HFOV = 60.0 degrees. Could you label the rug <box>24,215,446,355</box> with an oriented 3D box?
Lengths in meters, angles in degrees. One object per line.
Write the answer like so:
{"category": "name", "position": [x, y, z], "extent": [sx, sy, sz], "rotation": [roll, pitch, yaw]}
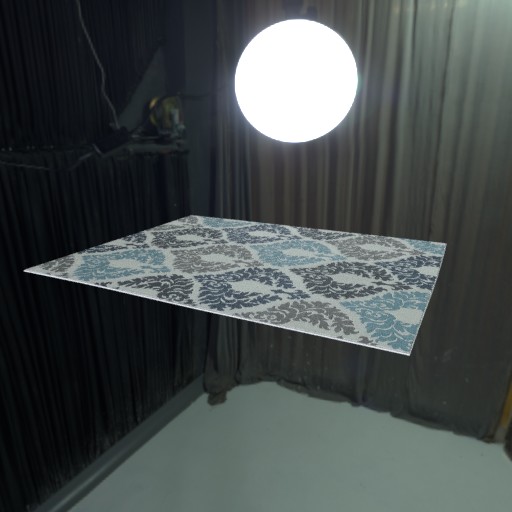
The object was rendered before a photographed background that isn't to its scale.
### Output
{"category": "rug", "position": [0.000, 0.000, 4.006], "extent": [3.040, 0.014, 2.423], "rotation": [8, 19, 25]}
